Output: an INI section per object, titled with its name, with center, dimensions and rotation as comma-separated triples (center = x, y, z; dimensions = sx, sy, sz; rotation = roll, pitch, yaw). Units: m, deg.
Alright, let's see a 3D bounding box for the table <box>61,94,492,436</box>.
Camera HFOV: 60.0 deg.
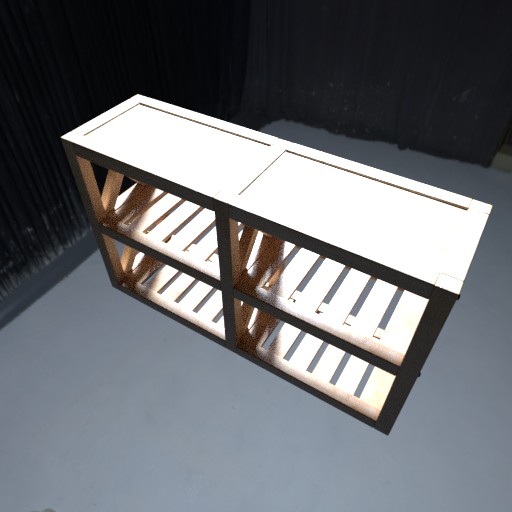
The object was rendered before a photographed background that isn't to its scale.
[table]
center = 0.000, 0.000, 1.625
dimensions = 1.320, 0.762, 0.381
rotation = 24, 50, 22
